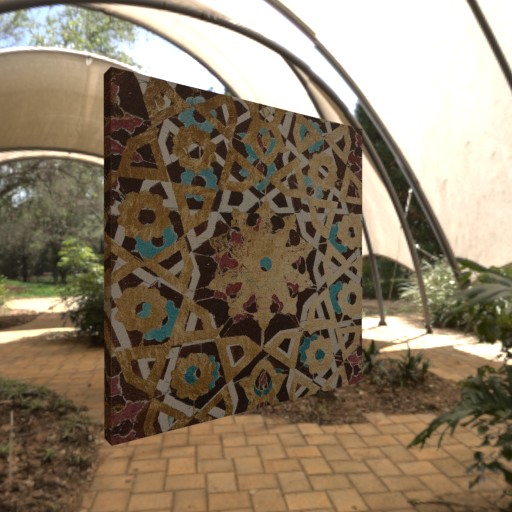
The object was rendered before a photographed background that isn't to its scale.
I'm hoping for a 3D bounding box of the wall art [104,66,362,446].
[{"bbox_3d":[0.000,0.000,0.912,0.609,0.613,0.041,0,0,-36],"label":"wall art"}]
